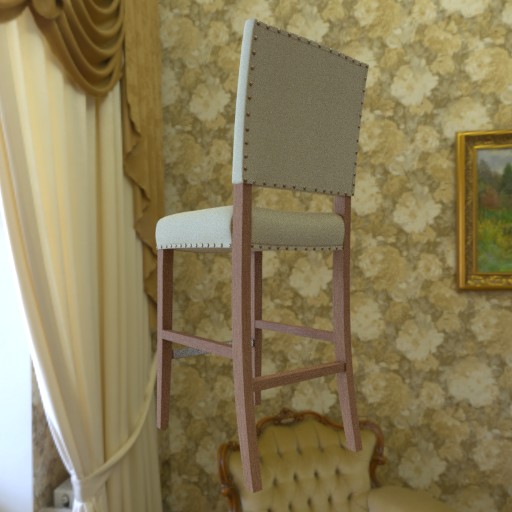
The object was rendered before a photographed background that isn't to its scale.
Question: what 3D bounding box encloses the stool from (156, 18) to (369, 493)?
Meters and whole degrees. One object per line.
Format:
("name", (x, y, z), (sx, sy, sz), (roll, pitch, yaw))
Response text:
("stool", (0.000, 0.000, 1.423), (0.445, 1.168, 0.584), (0, 0, -37))
